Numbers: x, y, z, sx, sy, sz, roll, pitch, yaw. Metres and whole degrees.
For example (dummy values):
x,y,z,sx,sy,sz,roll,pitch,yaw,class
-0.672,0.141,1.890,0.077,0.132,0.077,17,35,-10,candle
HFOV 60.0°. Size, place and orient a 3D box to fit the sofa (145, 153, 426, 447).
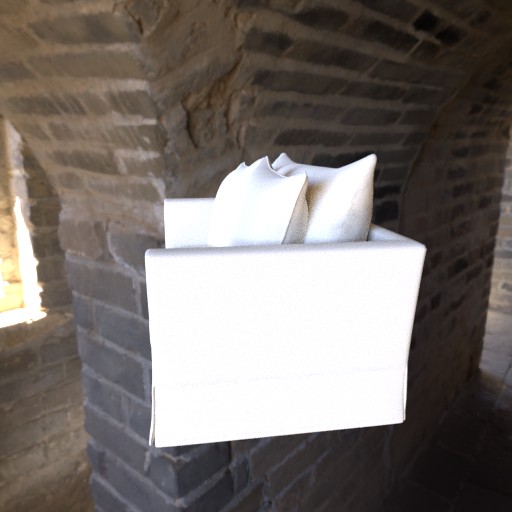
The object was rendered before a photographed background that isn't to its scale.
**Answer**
x,y,z,sx,sy,sz,roll,pitch,yaw,class
0.000,0.000,2.284,1.026,1.039,1.608,-2,14,-9,sofa
